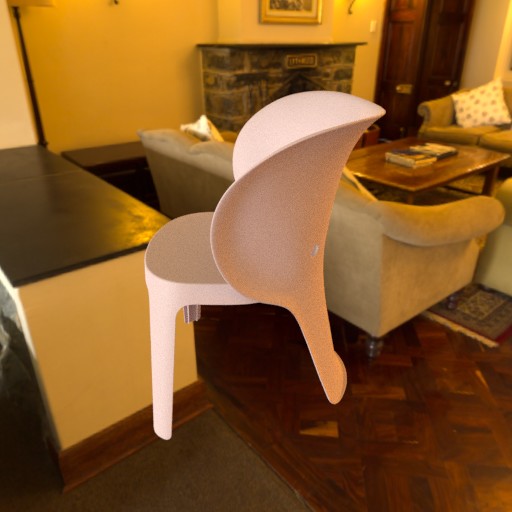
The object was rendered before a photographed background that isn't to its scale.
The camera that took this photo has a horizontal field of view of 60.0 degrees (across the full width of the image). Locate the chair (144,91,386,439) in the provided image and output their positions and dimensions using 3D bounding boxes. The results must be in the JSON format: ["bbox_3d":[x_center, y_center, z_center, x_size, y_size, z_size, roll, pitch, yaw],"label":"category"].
[{"bbox_3d":[0.000,0.000,0.837,0.402,0.554,0.451,1,26,1],"label":"chair"}]
